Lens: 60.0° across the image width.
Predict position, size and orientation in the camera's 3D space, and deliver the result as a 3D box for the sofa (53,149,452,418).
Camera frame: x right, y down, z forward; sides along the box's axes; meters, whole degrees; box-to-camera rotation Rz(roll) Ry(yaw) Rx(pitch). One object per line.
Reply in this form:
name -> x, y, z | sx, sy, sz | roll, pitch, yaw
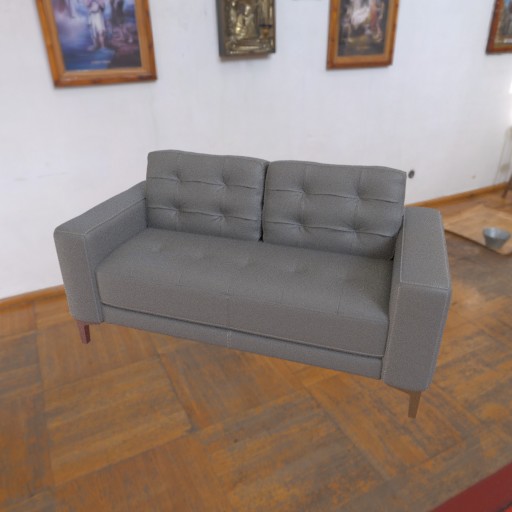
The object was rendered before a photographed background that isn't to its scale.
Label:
sofa -> 0.000, 0.000, 2.197 | 1.726, 0.892, 0.833 | 8, 28, 16
